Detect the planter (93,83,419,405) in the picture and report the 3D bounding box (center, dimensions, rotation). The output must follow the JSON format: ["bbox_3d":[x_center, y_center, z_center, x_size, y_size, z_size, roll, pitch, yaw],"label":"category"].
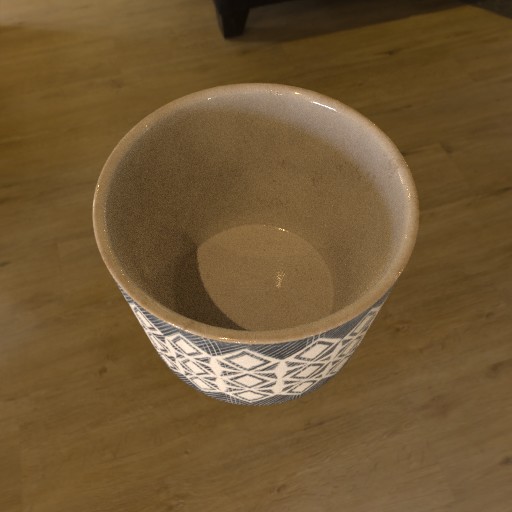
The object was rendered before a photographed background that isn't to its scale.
[{"bbox_3d":[0.000,0.000,0.219,0.126,0.104,0.126,0,59,0],"label":"planter"}]
